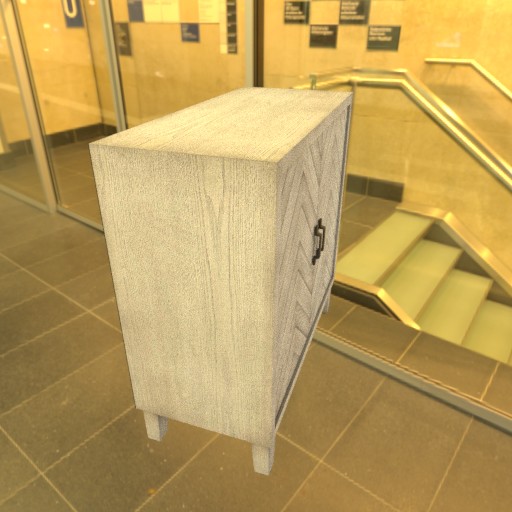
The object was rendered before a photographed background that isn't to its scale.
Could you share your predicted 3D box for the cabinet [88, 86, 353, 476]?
[{"bbox_3d":[0.000,0.000,1.248,0.370,0.787,0.781,9,30,17],"label":"cabinet"}]
